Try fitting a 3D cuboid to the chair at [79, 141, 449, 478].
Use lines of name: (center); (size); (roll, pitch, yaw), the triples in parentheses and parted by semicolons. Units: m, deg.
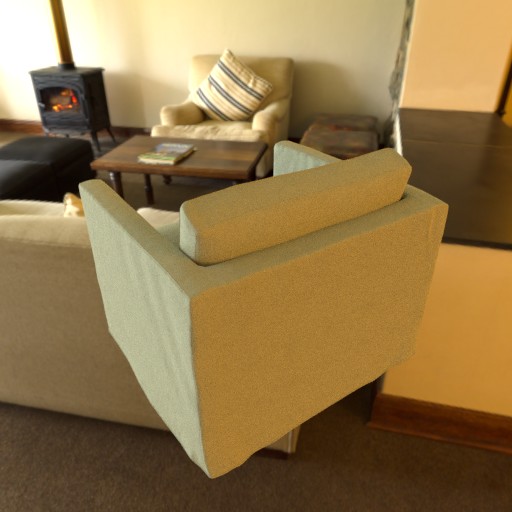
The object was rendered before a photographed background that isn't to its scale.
chair: (0.000, 0.000, 1.748); (1.057, 0.863, 0.949); (-19, 35, -30)
